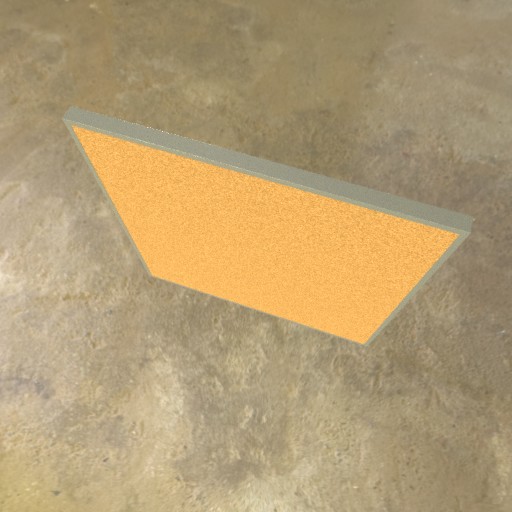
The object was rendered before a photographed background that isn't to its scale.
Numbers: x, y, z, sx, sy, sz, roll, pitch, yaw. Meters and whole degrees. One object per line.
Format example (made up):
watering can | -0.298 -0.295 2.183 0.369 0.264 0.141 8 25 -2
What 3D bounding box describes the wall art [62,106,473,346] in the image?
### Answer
wall art | 0.000 0.000 1.204 0.809 0.807 0.038 17 66 8
